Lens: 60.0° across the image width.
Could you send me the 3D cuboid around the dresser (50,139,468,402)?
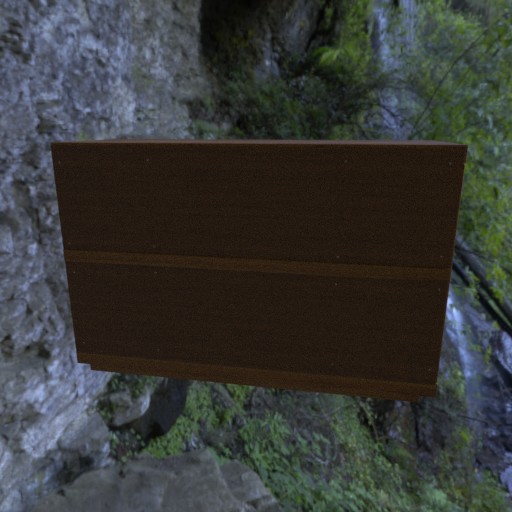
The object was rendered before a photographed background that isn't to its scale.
[{"bbox_3d":[0.000,0.000,1.647,1.261,0.825,0.479,3,16,10],"label":"dresser"}]
